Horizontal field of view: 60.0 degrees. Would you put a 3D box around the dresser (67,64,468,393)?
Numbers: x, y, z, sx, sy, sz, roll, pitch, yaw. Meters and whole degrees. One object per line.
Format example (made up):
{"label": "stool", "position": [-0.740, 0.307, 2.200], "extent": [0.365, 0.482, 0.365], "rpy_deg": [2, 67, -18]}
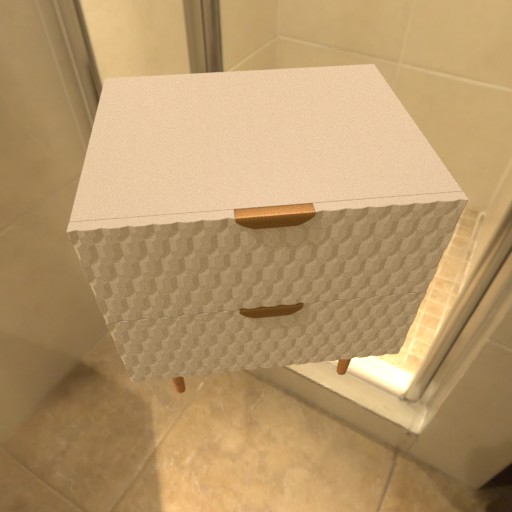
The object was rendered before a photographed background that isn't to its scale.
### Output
{"label": "dresser", "position": [0.000, 0.000, 0.890], "extent": [0.503, 0.568, 0.414], "rpy_deg": [-5, 47, -5]}
